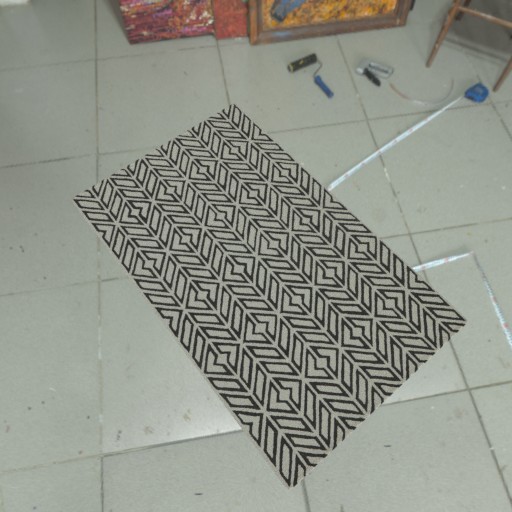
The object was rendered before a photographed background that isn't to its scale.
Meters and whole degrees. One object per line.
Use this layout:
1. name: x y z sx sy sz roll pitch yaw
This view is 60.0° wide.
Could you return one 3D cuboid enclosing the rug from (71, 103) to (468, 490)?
1. rug: 0.000 0.000 3.037 1.523 0.008 2.438 -36 69 -17
